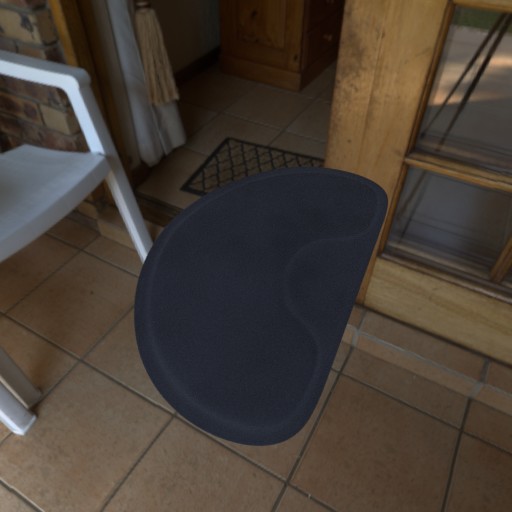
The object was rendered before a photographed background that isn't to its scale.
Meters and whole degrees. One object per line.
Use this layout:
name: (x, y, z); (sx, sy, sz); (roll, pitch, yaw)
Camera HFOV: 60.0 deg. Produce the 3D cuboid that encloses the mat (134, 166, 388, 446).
mat: (0.000, 0.000, 1.913); (0.913, 0.013, 1.524); (18, 48, 16)
